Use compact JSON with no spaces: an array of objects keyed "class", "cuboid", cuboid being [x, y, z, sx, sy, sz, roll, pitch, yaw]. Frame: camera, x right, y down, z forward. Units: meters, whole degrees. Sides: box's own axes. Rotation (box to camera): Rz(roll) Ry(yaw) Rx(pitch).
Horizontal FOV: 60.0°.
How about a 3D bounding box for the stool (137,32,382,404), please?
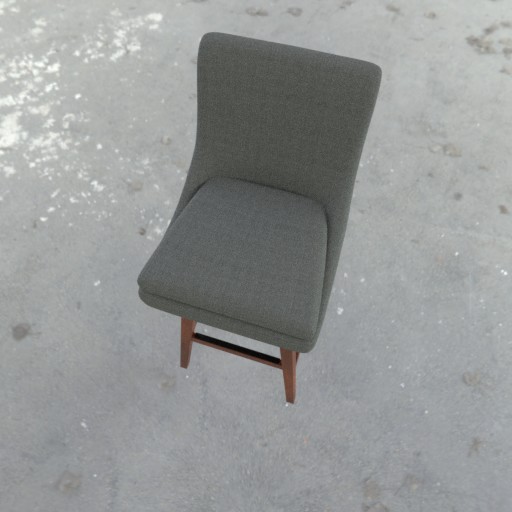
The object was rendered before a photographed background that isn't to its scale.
[{"class":"stool","cuboid":[0.000,0.000,1.243,0.447,0.977,0.524,16,60,9]}]
